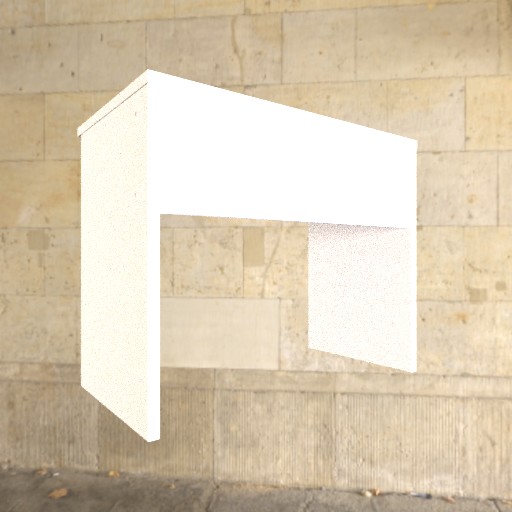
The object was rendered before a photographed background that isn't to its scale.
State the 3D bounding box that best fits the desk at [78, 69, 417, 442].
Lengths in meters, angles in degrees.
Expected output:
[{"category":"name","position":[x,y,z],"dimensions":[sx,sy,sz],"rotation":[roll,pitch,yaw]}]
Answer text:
[{"category":"desk","position":[0.000,0.000,1.334],"dimensions":[0.900,0.729,0.498],"rotation":[0,0,-37]}]
